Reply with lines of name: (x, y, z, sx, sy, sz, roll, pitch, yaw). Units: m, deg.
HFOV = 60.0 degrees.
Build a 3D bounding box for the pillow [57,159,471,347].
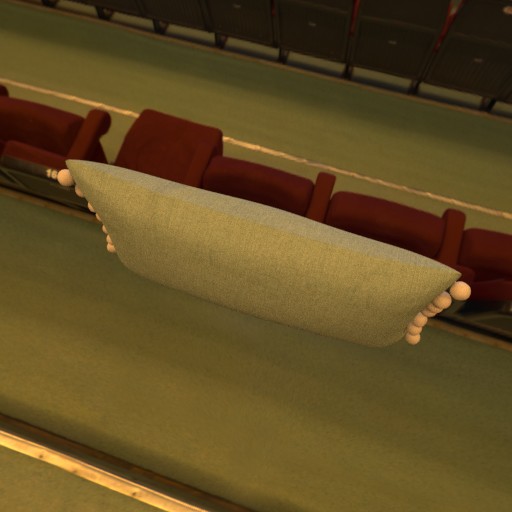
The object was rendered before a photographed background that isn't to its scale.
pillow: (0.000, 0.000, 0.833, 0.709, 0.322, 0.201, 16, 65, 8)
